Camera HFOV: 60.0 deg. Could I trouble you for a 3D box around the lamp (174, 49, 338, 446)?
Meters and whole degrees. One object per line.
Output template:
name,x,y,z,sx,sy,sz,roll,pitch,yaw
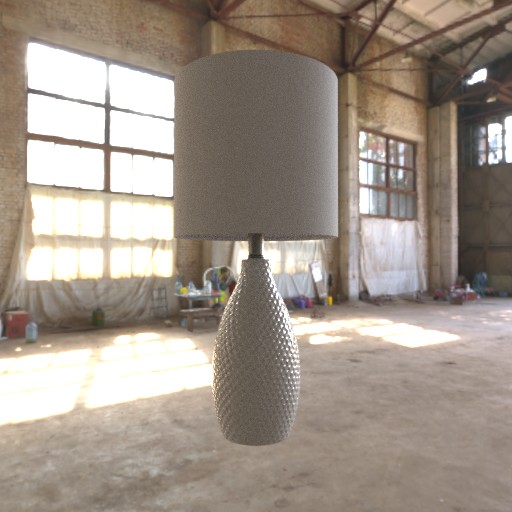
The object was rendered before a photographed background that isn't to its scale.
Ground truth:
lamp,0.000,0.000,0.589,0.214,0.466,0.214,0,-1,-18
